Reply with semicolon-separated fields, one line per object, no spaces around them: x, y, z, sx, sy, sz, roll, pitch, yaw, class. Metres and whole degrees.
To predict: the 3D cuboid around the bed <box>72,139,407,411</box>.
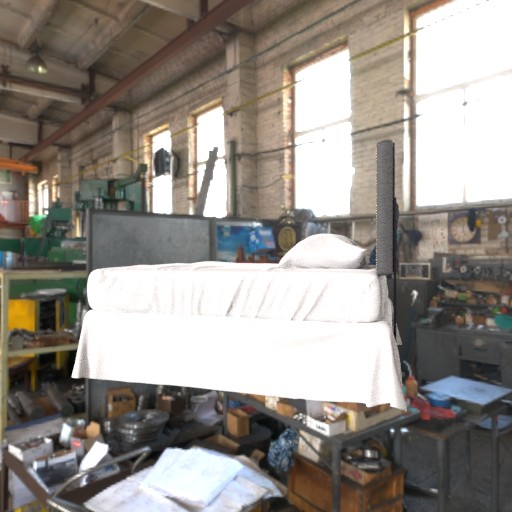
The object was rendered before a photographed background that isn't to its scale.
0.000;0.000;3.493;2.221;1.645;1.876;0;0;17;bed
